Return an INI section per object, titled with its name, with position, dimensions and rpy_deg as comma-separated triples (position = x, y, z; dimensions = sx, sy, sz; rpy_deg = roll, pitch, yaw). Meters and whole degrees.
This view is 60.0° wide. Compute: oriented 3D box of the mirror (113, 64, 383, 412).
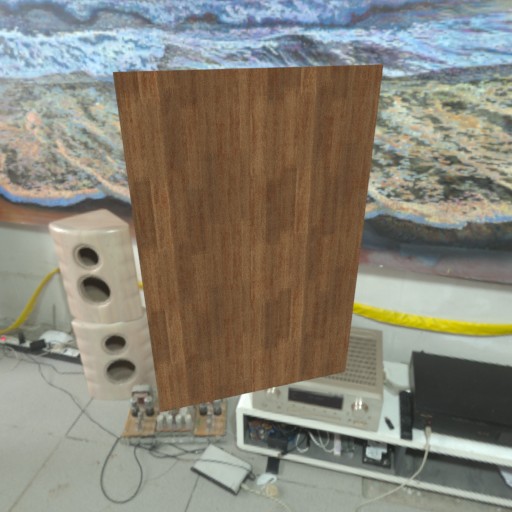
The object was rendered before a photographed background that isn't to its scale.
[mirror]
position = 0.000, 0.000, 1.282
dimensions = 0.651, 1.010, 0.047
rpy_deg = -8, 29, -15
